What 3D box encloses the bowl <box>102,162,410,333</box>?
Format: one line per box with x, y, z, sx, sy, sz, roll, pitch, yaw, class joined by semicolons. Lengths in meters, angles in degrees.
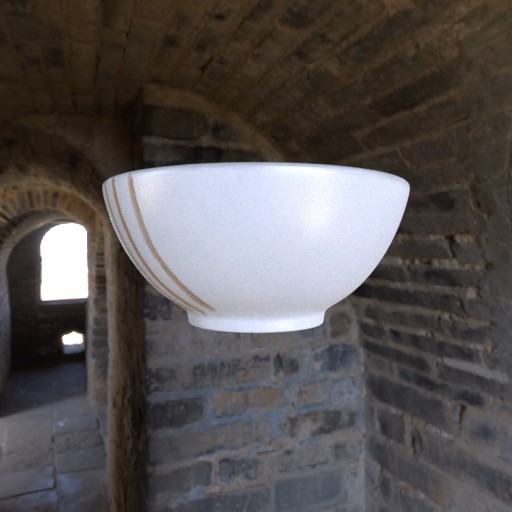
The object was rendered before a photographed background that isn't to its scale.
0.000;0.000;0.410;0.268;0.121;0.268;0;1;0;bowl
